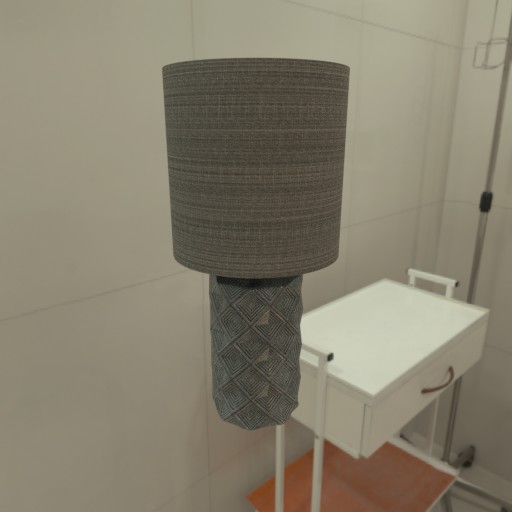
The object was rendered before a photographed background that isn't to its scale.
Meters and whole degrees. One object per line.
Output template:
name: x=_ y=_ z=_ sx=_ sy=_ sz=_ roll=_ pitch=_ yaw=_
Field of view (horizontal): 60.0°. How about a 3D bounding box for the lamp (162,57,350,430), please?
lamp: x=0.000 y=0.000 z=0.728 sx=0.268 sy=0.566 sz=0.269 roll=-16 pitch=23 yaw=-42
